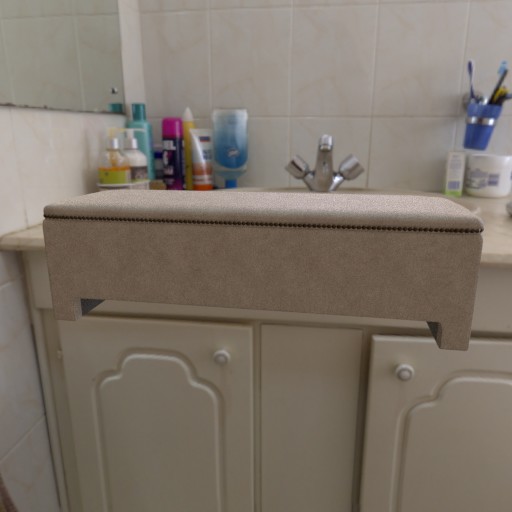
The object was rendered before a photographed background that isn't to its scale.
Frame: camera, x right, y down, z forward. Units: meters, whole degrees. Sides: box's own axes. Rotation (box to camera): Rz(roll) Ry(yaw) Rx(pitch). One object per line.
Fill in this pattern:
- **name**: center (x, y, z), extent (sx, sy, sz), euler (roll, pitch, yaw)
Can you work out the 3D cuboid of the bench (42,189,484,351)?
- **bench**: center (0.000, 0.000, 1.703), extent (1.482, 0.447, 0.470), euler (3, 15, 10)
